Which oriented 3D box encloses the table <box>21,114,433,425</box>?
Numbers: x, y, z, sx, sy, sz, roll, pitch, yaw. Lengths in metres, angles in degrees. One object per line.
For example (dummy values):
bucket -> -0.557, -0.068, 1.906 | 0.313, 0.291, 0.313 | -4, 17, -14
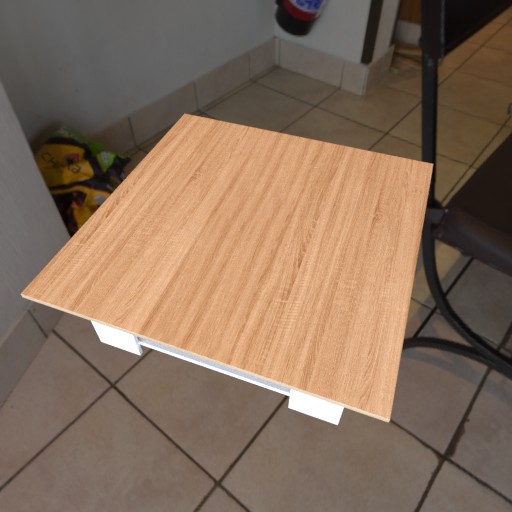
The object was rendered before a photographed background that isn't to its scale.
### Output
table -> 0.000, 0.000, 1.365 | 0.890, 0.305, 0.890 | 15, 50, 13
